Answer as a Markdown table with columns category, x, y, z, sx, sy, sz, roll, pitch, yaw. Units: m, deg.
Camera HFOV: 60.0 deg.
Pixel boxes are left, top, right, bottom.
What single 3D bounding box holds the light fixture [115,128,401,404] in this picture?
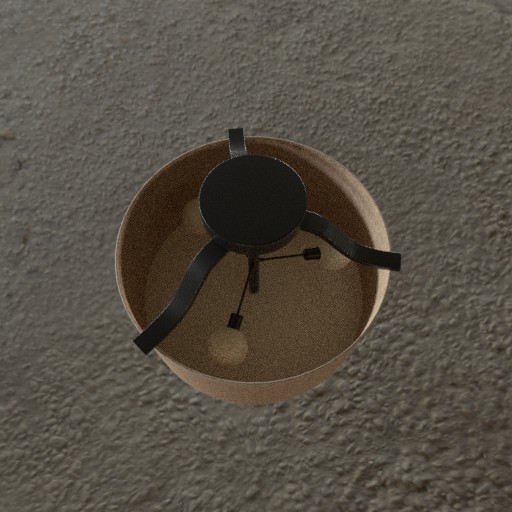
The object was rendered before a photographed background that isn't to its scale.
| category | x | y | z | sx | sy | sz | roll | pitch | yaw |
| --- | --- | --- | --- | --- | --- | --- | --- | --- | --- |
| light fixture | 0.000 | 0.000 | 0.648 | 0.390 | 0.306 | 0.390 | 0 | 64 | 0 |
